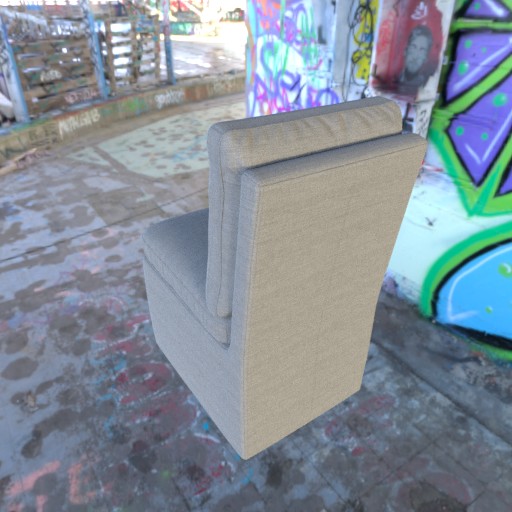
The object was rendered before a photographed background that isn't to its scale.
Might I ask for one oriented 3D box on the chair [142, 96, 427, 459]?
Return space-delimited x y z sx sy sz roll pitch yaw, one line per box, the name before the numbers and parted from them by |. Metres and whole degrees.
chair | 0.000 0.000 1.322 0.503 0.927 0.698 -19 36 -29
